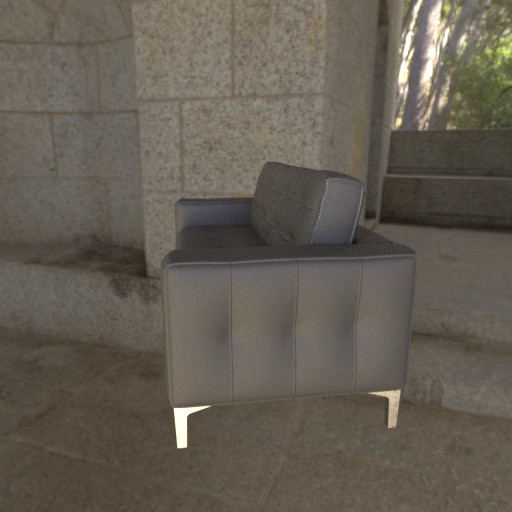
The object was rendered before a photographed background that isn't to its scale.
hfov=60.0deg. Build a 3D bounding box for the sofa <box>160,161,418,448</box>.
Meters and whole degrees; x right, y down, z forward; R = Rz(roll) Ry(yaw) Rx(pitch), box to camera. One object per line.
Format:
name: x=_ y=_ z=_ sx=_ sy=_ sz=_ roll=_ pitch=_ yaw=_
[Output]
sofa: x=0.000 y=0.000 z=2.214 sx=0.833 sy=0.892 sz=1.726 roll=-2 pitch=14 yaw=-8
